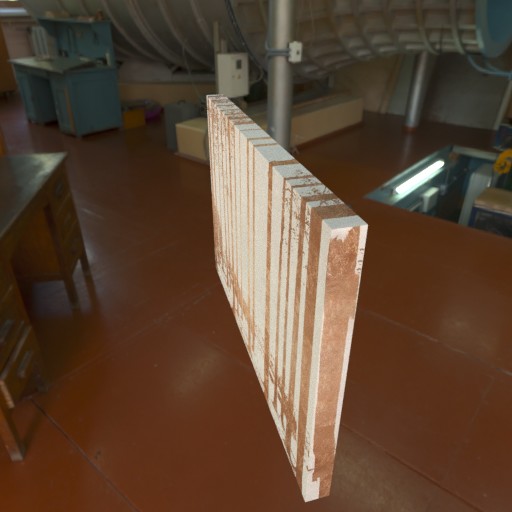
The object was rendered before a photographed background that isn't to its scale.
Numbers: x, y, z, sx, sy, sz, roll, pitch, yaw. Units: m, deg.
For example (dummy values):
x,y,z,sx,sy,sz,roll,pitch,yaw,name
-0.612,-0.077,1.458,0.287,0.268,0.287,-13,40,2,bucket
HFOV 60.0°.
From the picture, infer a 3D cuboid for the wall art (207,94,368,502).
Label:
x,y,z,sx,sy,sz,roll,pitch,yaw,name
0.000,0.000,0.740,0.035,0.405,0.609,-8,32,-13,wall art
